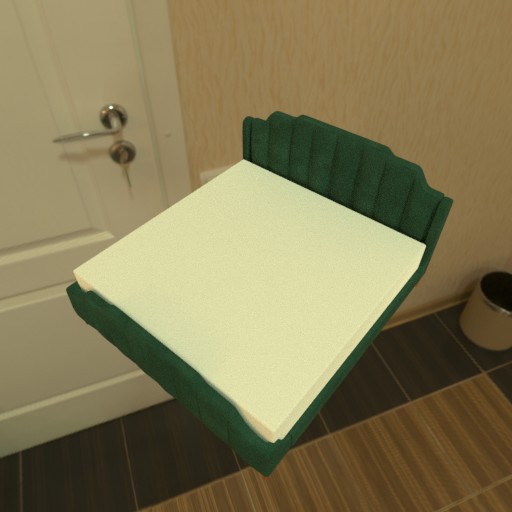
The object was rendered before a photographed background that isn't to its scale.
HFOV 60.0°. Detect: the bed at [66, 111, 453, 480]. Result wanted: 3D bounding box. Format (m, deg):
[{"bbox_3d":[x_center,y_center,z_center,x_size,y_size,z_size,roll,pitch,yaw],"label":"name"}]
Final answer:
[{"bbox_3d":[0.000,0.000,3.549,2.074,1.245,2.340,31,53,27],"label":"bed"}]
